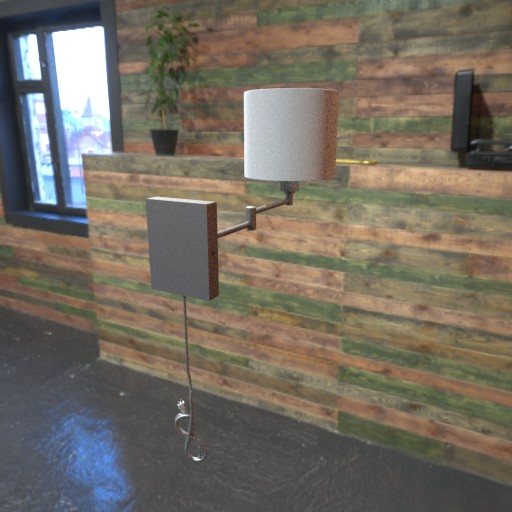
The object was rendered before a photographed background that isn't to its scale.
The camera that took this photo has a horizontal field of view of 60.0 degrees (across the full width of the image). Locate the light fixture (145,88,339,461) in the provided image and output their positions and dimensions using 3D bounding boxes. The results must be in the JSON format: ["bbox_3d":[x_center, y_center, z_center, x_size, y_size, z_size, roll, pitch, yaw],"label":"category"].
[{"bbox_3d":[0.000,0.000,0.908,0.203,0.651,0.516,8,18,28],"label":"light fixture"}]
